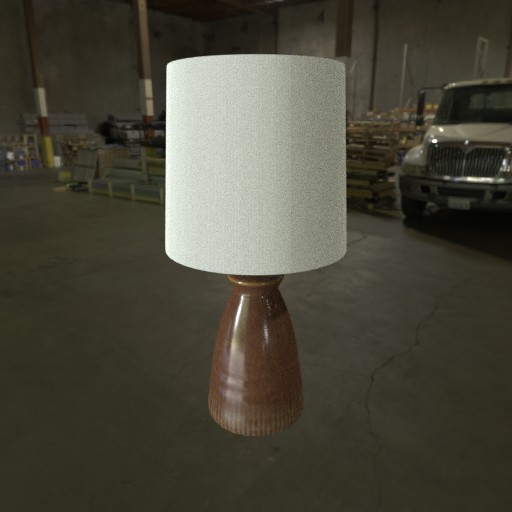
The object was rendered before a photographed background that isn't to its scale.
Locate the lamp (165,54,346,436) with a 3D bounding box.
[{"bbox_3d":[0.000,0.000,0.468,0.186,0.369,0.186,0,17,0],"label":"lamp"}]
